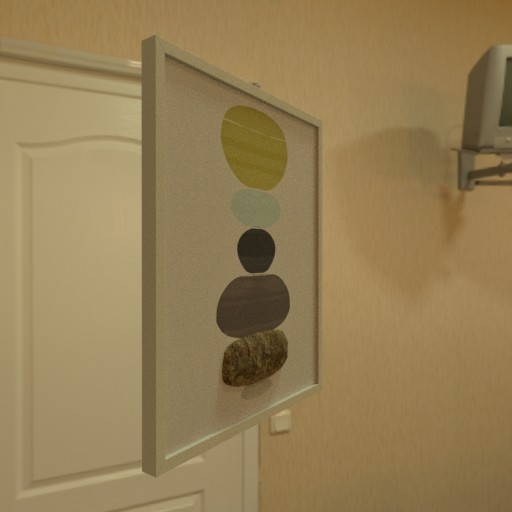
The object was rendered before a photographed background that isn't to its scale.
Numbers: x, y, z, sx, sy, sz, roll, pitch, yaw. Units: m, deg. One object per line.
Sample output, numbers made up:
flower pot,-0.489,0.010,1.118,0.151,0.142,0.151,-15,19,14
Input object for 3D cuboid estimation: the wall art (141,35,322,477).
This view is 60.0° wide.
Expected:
wall art,0.000,0.000,1.016,0.055,0.763,0.611,0,0,36
